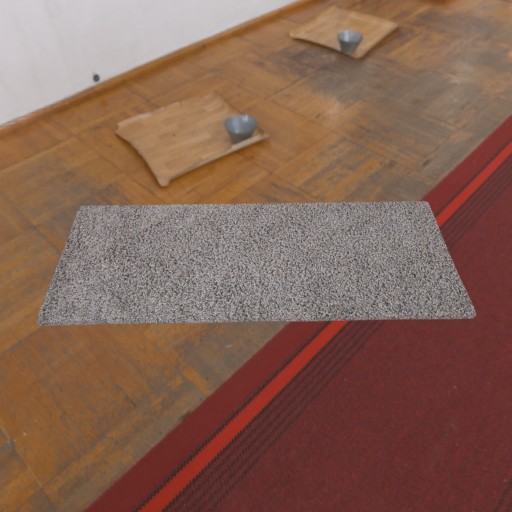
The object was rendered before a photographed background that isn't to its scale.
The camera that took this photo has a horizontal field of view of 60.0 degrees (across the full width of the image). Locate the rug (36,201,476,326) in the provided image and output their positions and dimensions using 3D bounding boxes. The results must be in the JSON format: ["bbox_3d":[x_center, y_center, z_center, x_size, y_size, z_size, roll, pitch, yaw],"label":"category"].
[{"bbox_3d":[0.000,0.000,1.737,1.524,0.030,0.609,-1,47,-1],"label":"rug"}]
